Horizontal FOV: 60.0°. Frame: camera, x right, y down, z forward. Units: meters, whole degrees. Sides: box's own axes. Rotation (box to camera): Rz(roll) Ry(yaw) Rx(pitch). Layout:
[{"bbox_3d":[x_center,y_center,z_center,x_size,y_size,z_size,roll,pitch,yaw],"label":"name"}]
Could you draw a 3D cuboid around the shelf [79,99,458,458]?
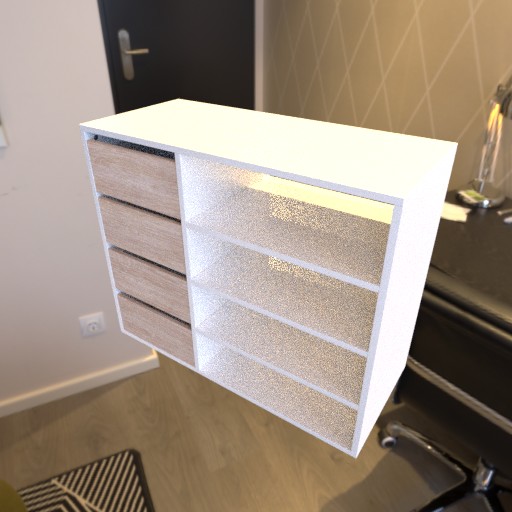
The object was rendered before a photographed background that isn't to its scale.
[{"bbox_3d":[0.000,0.000,1.319,0.895,0.732,0.396,19,36,29],"label":"shelf"}]
